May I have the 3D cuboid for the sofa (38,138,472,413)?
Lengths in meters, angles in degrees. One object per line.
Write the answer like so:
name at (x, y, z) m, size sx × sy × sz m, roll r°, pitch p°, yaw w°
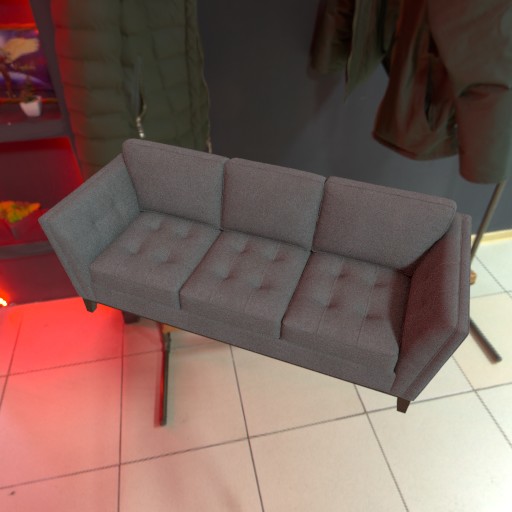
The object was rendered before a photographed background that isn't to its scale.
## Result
sofa at (0.000, 0.000, 2.818) m, size 2.387 × 0.940 × 0.965 m, roll 14°, pitch 43°, yaw 15°
